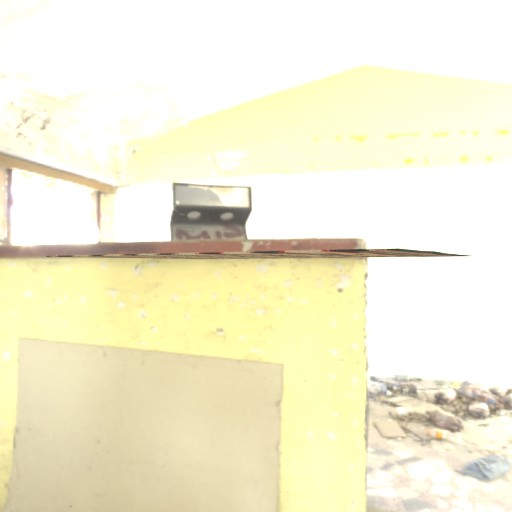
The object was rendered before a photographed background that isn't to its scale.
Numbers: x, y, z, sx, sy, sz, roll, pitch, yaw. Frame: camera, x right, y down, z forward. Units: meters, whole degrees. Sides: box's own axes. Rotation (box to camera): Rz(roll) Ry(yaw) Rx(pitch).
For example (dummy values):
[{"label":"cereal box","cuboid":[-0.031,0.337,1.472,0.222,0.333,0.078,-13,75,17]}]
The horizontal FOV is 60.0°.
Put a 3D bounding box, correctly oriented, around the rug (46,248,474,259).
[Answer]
[{"label":"rug","cuboid":[0.000,0.000,2.850,2.311,0.010,1.522,-1,-1,35]}]
